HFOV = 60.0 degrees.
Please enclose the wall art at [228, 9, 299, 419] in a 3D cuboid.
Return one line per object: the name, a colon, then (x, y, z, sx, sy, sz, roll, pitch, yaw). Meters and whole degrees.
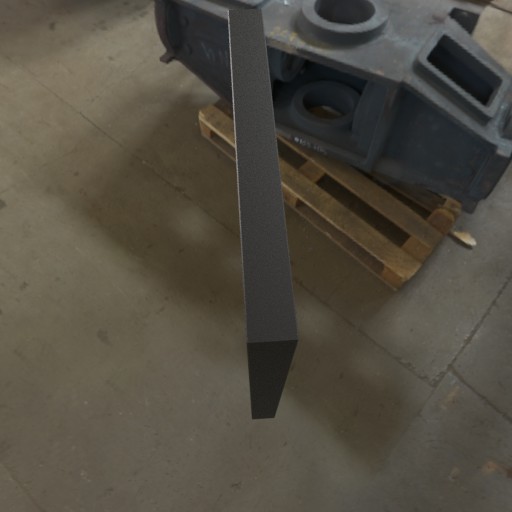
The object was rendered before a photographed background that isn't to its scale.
wall art: (0.000, 0.000, 0.484, 0.030, 0.369, 0.294, -3, 63, -2)
